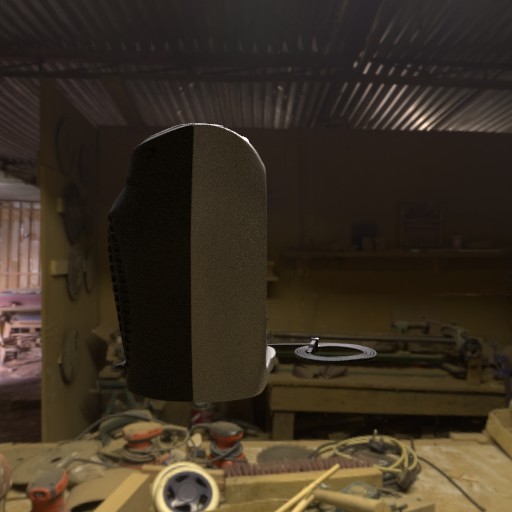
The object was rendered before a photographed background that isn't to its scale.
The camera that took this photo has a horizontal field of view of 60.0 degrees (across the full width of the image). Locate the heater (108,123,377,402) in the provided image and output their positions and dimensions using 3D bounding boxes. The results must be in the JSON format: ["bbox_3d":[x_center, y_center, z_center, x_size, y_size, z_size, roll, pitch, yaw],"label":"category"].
[{"bbox_3d":[0.000,0.000,0.462,0.291,0.240,0.239,0,0,-1],"label":"heater"}]
